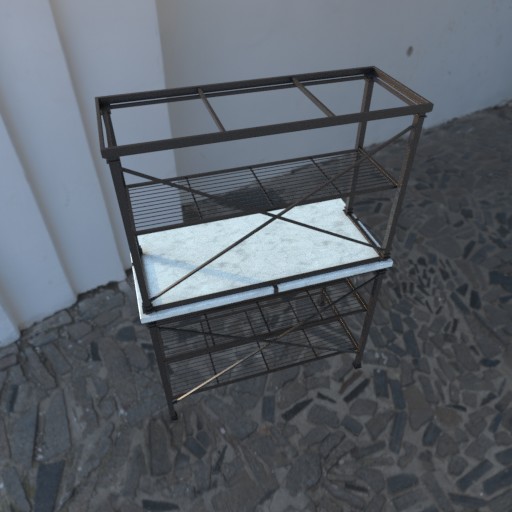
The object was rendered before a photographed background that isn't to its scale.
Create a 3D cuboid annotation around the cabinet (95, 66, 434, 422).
[{"bbox_3d":[0.000,0.000,2.253,1.210,1.659,0.610,-12,42,-13],"label":"cabinet"}]
